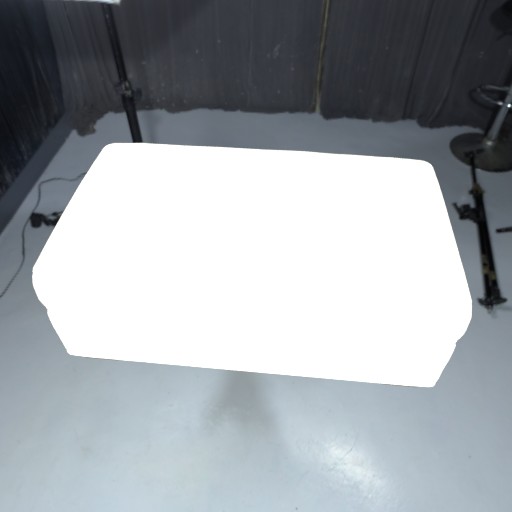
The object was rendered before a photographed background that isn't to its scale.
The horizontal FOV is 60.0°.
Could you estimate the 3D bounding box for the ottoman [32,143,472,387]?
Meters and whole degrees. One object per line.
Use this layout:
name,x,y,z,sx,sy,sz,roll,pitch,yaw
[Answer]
ottoman,0.000,0.000,1.385,1.097,0.448,0.617,4,47,4
